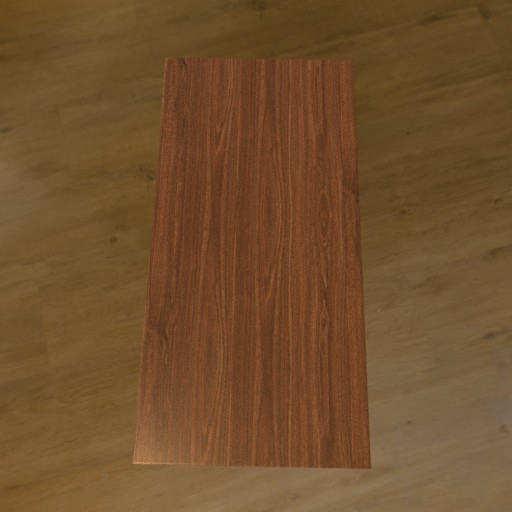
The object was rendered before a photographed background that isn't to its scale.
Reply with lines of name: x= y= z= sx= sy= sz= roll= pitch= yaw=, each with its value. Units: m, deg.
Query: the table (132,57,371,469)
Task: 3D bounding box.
table: x=0.000 y=0.000 z=1.460 sx=0.600 sy=0.400 sz=1.200 roll=1 pitch=75 yaw=0
